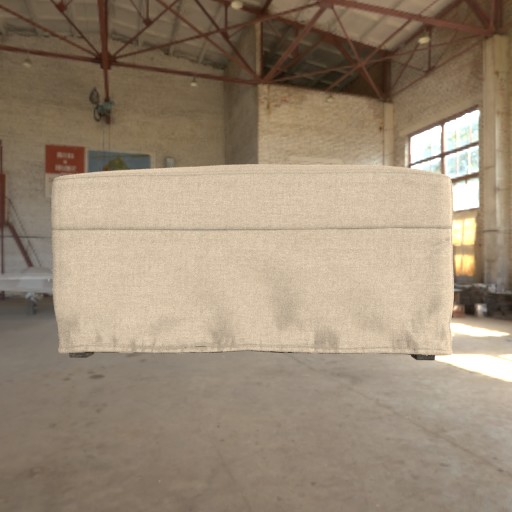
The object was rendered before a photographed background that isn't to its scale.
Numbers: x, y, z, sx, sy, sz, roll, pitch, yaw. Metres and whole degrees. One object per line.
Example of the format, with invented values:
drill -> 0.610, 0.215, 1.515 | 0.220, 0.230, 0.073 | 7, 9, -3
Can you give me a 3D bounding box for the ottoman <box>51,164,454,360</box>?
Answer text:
ottoman -> 0.000, 0.000, 1.300 | 0.840, 0.436, 0.843 | 0, -1, 2
